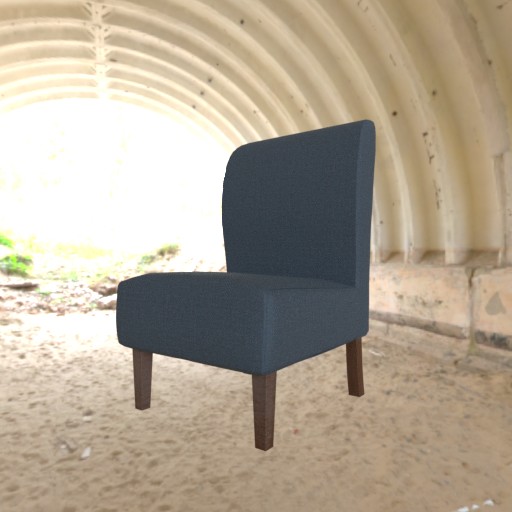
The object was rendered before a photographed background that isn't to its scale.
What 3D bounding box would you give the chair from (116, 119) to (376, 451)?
[{"bbox_3d":[0.000,0.000,1.229,0.513,0.804,0.592,0,0,37],"label":"chair"}]
